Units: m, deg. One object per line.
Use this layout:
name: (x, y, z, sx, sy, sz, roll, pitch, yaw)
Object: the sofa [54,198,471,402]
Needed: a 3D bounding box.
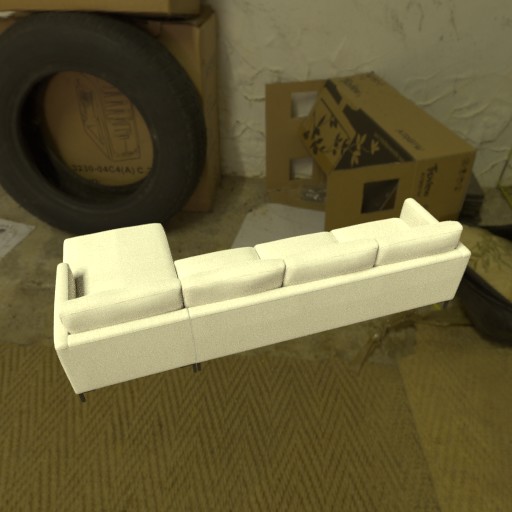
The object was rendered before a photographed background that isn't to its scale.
sofa: (0.000, 0.000, 2.926, 2.445, 0.677, 1.126, -11, 41, -13)
